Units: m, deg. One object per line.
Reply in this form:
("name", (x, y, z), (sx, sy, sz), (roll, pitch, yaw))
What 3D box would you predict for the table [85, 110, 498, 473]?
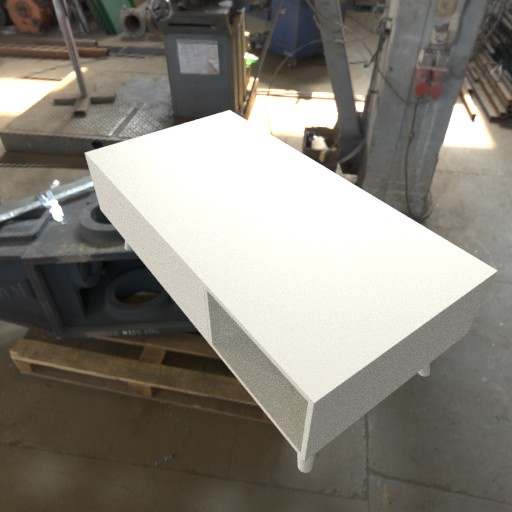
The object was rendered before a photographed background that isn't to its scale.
("table", (0.000, 0.000, 1.464), (0.609, 0.432, 1.194), (-26, 48, -26))
